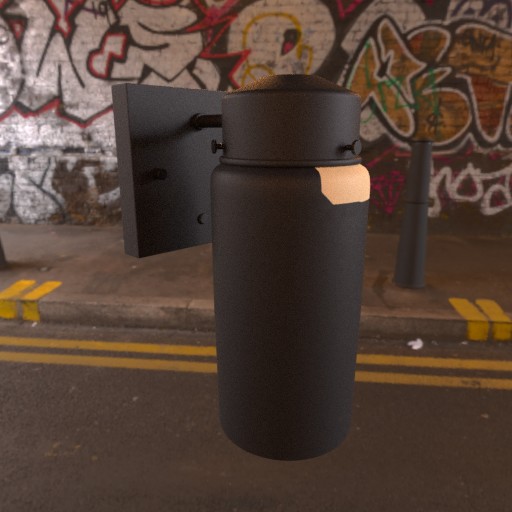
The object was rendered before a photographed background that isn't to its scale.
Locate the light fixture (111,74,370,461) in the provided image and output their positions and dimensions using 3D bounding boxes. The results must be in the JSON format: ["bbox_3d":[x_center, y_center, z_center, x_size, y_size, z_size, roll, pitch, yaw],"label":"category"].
[{"bbox_3d":[0.000,0.000,0.349,0.176,0.257,0.130,15,21,43],"label":"light fixture"}]
